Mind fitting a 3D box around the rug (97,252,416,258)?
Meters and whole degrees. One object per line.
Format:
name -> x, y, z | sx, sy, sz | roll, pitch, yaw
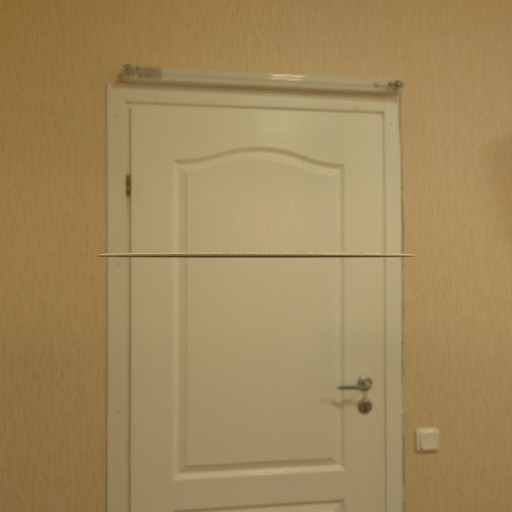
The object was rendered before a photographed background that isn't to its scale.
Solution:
rug -> 0.000, 0.000, 2.351 | 1.593, 0.012, 1.593 | 0, 0, 0
